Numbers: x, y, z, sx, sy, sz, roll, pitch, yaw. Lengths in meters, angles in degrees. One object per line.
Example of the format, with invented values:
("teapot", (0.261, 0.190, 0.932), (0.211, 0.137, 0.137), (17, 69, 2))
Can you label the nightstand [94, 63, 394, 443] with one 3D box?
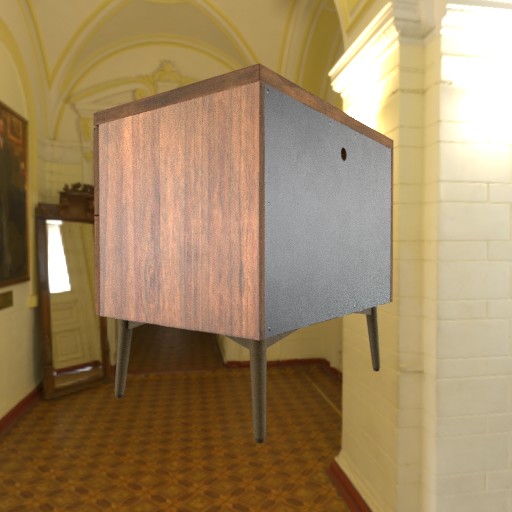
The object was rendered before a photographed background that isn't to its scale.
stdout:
("nightstand", (0.000, 0.000, 1.070), (0.458, 0.610, 0.610), (1, 1, 36))
